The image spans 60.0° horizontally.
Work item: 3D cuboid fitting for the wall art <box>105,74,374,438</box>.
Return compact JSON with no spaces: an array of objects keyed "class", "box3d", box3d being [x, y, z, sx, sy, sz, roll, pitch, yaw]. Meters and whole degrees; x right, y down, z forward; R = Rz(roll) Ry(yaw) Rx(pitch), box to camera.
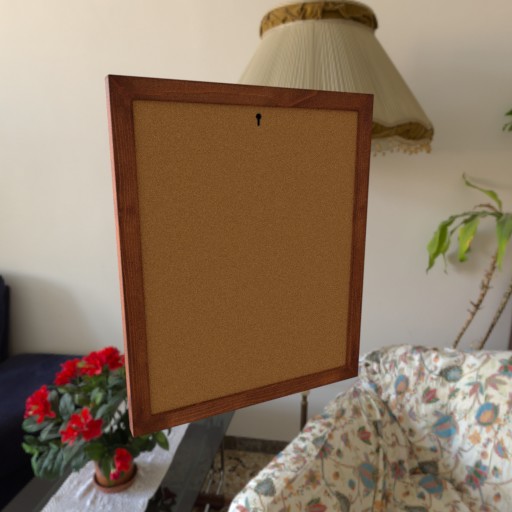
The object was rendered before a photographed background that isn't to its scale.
[{"class":"wall art","box3d":[0.000,0.000,0.775,0.462,0.558,0.030,-6,14,-26]}]
